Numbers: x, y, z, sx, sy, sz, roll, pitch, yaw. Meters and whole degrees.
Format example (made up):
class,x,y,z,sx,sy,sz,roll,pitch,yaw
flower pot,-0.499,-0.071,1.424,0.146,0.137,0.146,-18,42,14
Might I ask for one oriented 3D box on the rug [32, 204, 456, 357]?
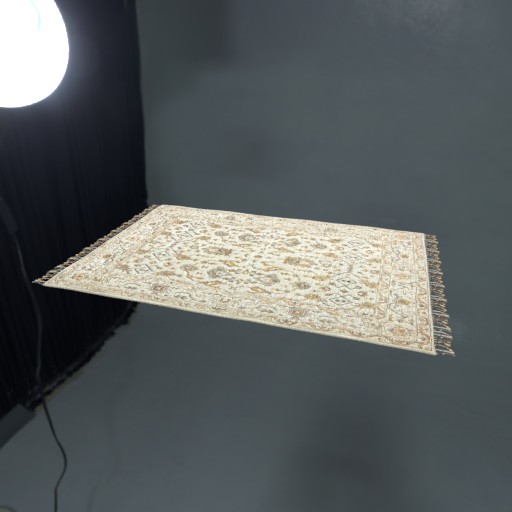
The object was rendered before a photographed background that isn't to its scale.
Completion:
class,x,y,z,sx,sy,sz,roll,pitch,yaw
rug,0.000,0.000,3.056,2.434,0.027,1.529,8,27,15
